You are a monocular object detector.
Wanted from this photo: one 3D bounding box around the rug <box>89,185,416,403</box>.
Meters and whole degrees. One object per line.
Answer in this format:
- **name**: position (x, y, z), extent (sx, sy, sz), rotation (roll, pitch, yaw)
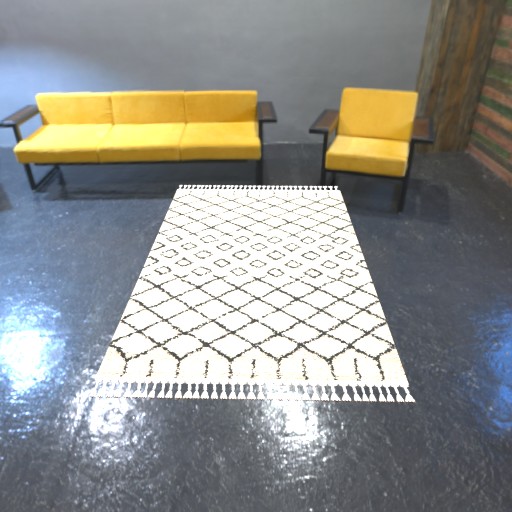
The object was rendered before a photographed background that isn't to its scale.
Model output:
- **rug**: position (0.000, 0.000, 2.469), extent (1.196, 0.008, 2.006), rotation (1, 32, 1)
